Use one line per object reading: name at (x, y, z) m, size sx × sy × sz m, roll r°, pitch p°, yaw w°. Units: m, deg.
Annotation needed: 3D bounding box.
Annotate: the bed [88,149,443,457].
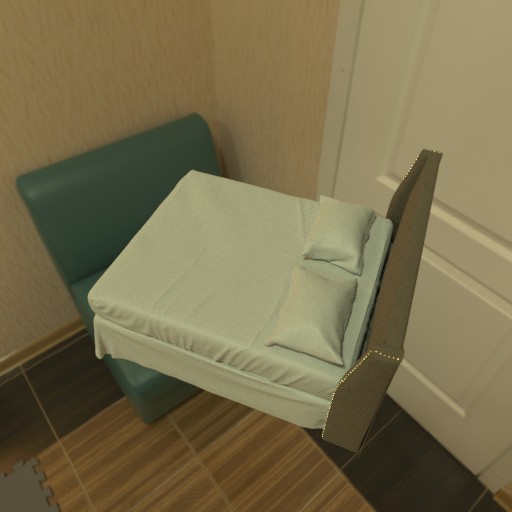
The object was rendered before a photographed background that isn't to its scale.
bed at (0.000, 0.000, 3.462) m, size 2.276 × 1.332 × 1.925 m, roll 16°, pitch 49°, yaw 15°
